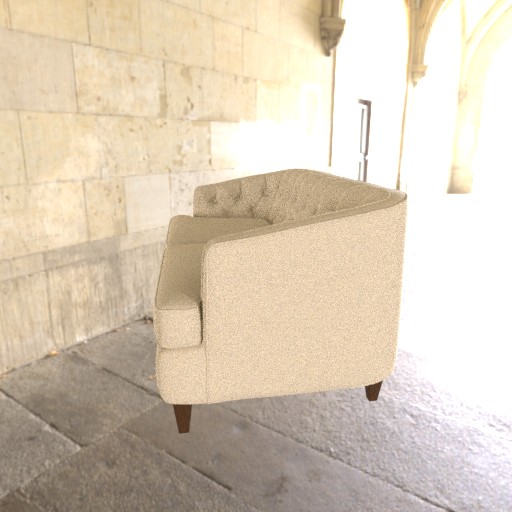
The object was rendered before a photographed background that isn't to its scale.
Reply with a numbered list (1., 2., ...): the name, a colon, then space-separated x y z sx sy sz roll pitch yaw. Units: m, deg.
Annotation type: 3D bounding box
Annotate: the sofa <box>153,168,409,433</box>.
1. sofa: 0.000 0.000 2.231 0.941 0.855 1.733 -2 15 -8
